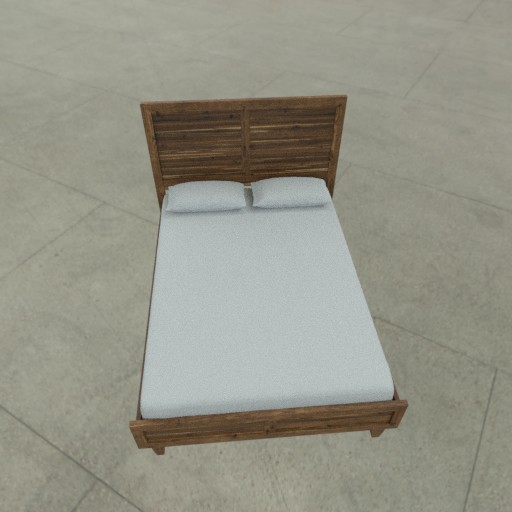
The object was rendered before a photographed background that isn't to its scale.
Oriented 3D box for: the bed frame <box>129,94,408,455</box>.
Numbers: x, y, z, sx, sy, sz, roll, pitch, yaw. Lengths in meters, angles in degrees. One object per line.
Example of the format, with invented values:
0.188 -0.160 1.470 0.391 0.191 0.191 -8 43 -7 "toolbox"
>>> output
0.000 0.000 3.317 1.696 1.417 2.276 -3 44 -3 "bed frame"
